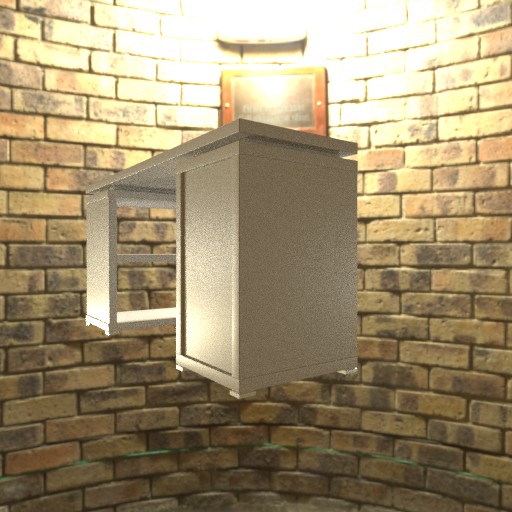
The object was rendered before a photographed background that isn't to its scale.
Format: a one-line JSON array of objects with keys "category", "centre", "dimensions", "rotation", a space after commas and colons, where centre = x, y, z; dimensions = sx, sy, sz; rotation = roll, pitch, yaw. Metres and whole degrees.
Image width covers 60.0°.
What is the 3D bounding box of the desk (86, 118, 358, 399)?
[{"category": "desk", "centre": [0.000, 0.000, 2.154], "dimensions": [1.200, 0.753, 1.524], "rotation": [0, 1, -36]}]
